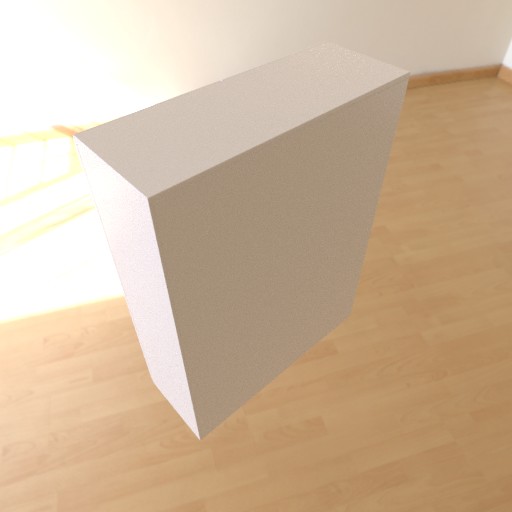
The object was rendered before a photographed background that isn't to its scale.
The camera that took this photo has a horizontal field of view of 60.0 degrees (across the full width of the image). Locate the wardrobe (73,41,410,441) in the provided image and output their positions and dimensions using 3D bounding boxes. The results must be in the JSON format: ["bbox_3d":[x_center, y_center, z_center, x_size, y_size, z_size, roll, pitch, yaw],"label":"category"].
[{"bbox_3d":[0.000,0.000,1.611,0.900,1.200,0.360,-33,54,-28],"label":"wardrobe"}]
